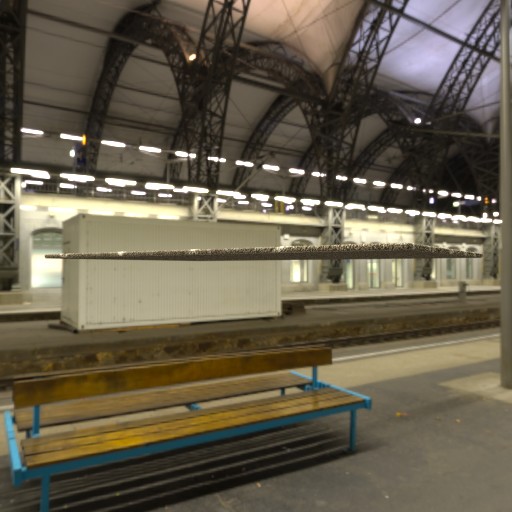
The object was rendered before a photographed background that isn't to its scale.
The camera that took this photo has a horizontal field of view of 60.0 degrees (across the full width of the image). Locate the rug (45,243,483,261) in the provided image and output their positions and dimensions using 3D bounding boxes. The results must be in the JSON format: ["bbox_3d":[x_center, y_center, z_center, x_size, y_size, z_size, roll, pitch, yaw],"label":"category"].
[{"bbox_3d":[0.000,0.000,2.891,2.438,0.030,1.524,-1,-2,36],"label":"rug"}]
